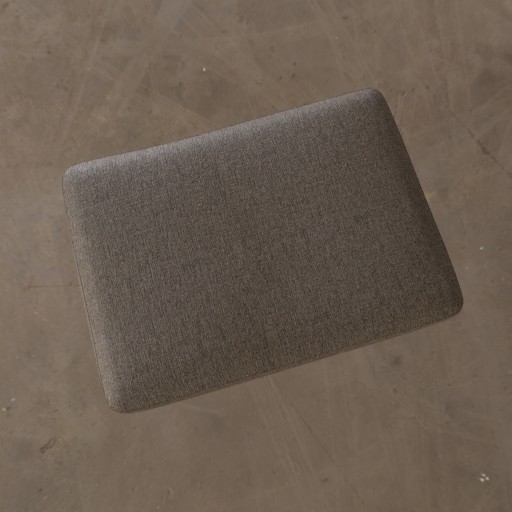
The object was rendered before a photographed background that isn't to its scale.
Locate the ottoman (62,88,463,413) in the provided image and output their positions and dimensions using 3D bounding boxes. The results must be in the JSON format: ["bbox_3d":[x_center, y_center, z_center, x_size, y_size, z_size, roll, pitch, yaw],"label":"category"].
[{"bbox_3d":[0.000,0.000,1.255,0.885,0.478,0.637,-16,78,-3],"label":"ottoman"}]
